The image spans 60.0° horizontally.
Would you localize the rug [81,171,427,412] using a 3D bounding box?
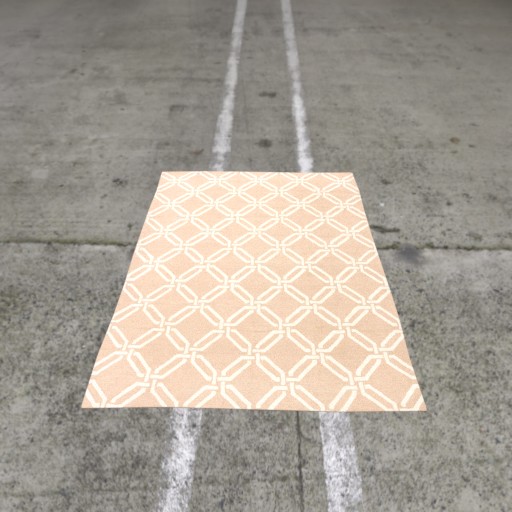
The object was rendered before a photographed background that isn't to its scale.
[{"bbox_3d":[0.000,0.000,4.382,2.452,0.020,3.365,0,40,0],"label":"rug"}]
